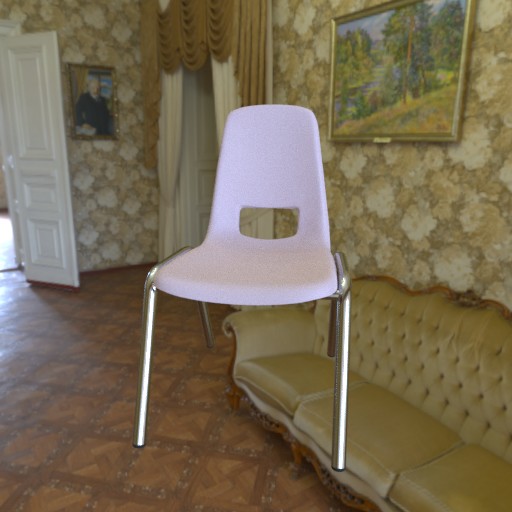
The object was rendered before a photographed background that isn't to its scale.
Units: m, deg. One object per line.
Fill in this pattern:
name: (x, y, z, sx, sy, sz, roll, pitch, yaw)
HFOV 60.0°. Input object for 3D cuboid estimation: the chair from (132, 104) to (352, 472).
chair: (0.000, 0.000, 0.848, 0.354, 0.586, 0.423, 2, 14, 9)
